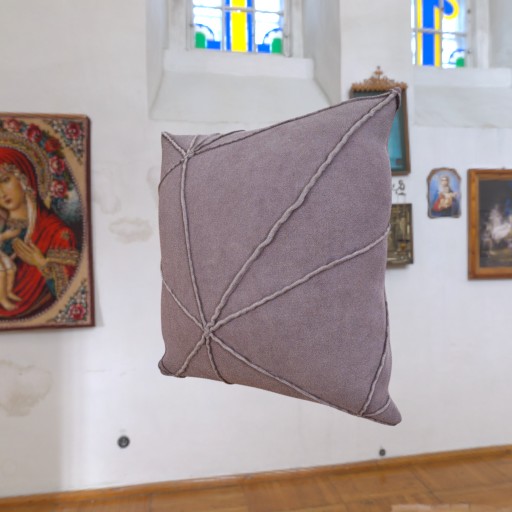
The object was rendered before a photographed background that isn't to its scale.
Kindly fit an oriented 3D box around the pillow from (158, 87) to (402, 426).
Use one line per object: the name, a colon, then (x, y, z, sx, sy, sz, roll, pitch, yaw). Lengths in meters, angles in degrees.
pillow: (0.000, 0.000, 0.678, 0.439, 0.440, 0.185, 1, 1, 35)
